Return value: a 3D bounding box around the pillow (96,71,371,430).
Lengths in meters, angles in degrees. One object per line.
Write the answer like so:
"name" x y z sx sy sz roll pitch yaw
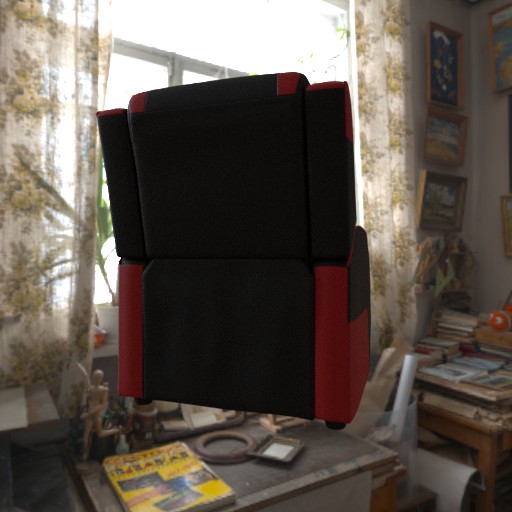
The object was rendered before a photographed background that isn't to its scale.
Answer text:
"pillow" 0.000 0.000 1.303 0.620 0.805 0.672 0 0 19
